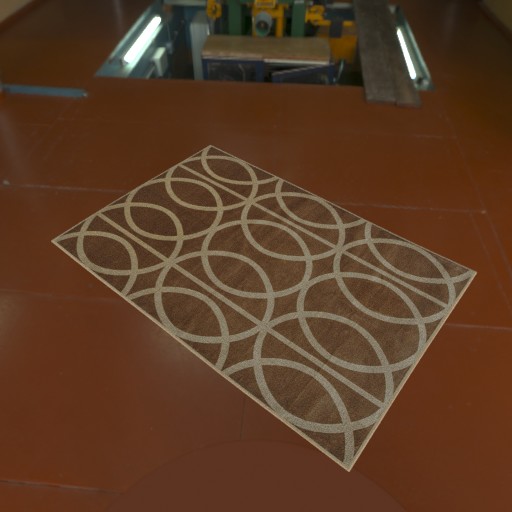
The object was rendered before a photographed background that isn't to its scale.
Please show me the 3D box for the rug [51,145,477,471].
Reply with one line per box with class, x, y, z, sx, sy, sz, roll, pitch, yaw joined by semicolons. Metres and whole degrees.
rug;0.000;0.000;2.839;2.290;0.014;1.526;31;53;26
